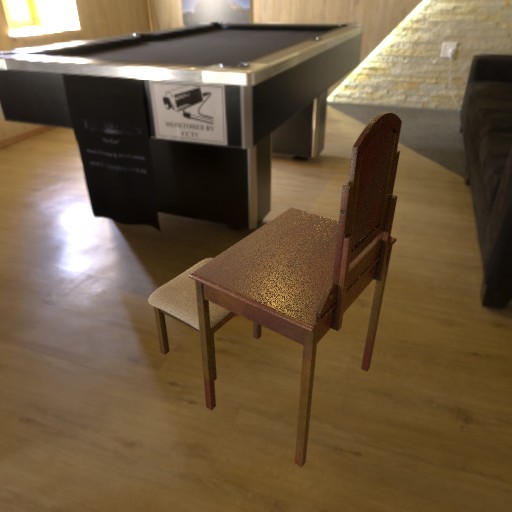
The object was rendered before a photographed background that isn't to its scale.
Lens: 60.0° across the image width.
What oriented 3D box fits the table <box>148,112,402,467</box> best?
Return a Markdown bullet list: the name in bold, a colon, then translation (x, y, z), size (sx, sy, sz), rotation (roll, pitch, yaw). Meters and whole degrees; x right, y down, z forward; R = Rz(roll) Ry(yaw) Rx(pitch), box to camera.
- **table**: translation (0.000, 0.000, 2.333), size (1.211, 1.631, 0.876), rotation (21, 37, 30)
